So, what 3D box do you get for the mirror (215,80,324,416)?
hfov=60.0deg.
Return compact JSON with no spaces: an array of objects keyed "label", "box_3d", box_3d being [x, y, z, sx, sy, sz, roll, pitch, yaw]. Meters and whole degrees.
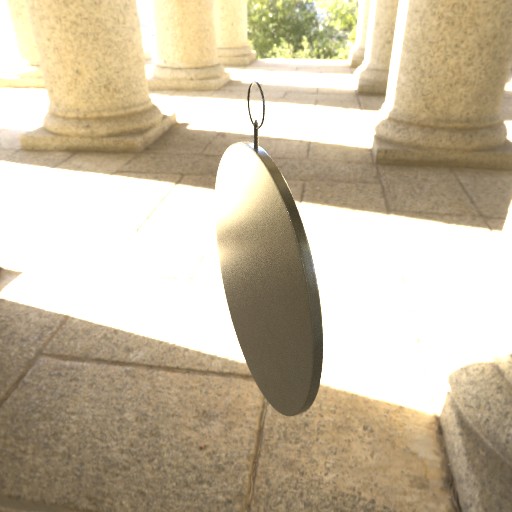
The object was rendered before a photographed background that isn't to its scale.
[{"label":"mirror","box_3d":[0.000,0.000,0.958,0.020,0.713,0.594,-11,32,-18]}]
